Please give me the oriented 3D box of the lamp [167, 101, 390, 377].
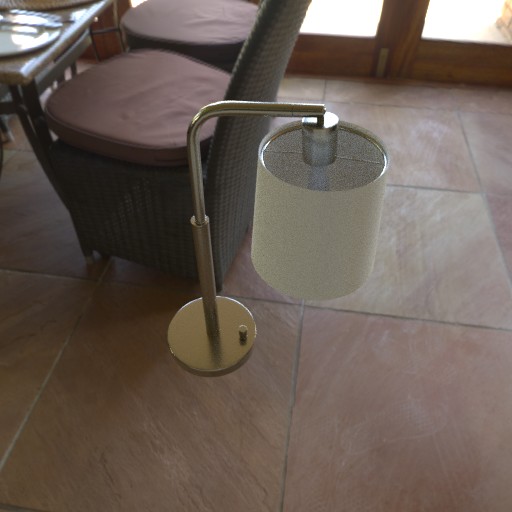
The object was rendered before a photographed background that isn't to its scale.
[{"bbox_3d":[0.000,0.000,0.652,0.333,0.489,0.171,9,47,8],"label":"lamp"}]
